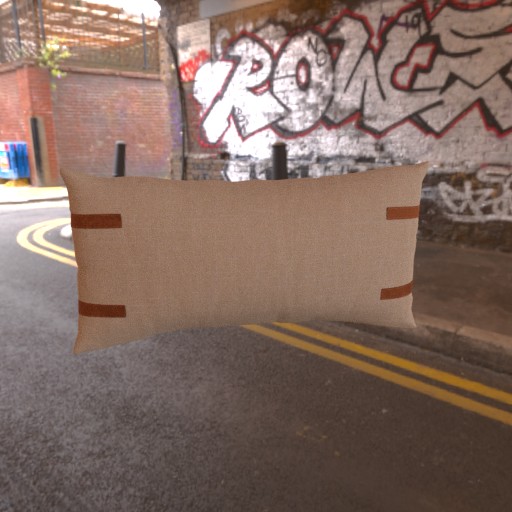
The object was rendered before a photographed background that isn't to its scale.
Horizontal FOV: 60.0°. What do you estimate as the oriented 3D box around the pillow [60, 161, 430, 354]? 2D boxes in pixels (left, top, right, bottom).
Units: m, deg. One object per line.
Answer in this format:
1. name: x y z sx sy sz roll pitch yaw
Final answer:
1. pillow: 0.000 0.000 0.745 0.612 0.308 0.148 -2 14 -10
